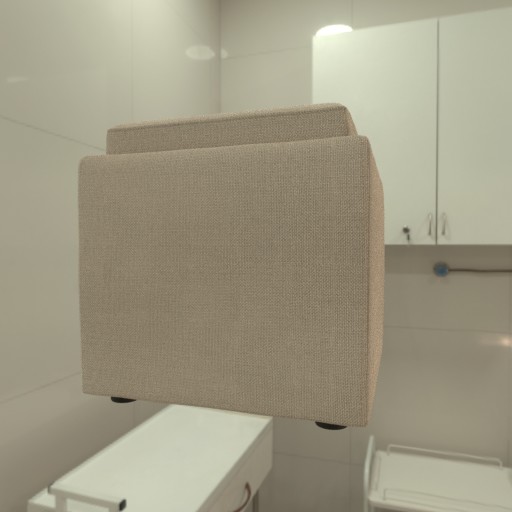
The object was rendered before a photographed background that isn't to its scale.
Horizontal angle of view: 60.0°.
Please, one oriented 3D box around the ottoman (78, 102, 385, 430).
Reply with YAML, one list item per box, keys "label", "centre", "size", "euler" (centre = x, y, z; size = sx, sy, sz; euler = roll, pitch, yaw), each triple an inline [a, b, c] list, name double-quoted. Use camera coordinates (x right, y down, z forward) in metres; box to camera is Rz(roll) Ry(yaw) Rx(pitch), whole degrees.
- label: "ottoman"
  centre: [0.000, 0.000, 0.825]
  size: [0.450, 0.460, 0.451]
  euler: [0, 1, 18]
